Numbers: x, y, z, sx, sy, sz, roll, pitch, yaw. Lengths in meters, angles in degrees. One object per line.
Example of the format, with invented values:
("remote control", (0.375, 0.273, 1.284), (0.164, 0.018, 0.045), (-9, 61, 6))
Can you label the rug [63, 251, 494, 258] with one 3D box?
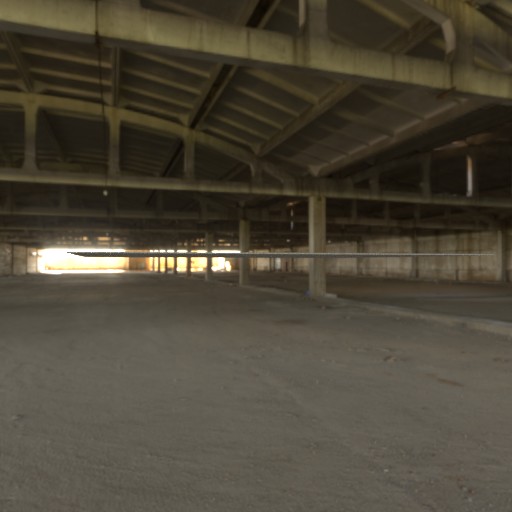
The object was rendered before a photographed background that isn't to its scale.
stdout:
("rug", (0.000, 0.000, 4.075), (3.057, 0.013, 2.434), (0, -1, -18))
